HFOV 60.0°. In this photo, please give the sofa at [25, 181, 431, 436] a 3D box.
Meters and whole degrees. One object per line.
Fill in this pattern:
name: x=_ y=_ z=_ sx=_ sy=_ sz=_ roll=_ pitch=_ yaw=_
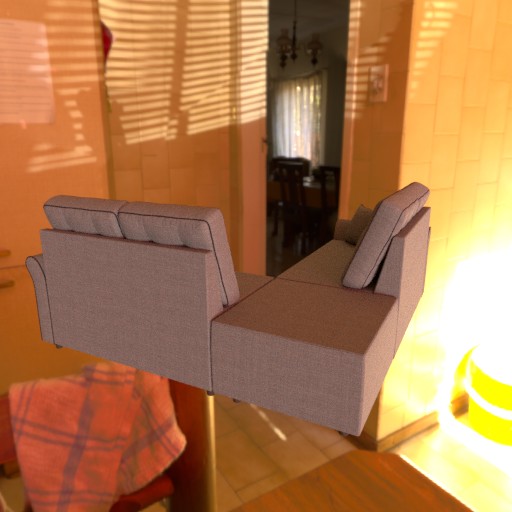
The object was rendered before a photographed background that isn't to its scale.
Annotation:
sofa: x=0.000 y=0.000 z=3.124 sx=2.070 sy=0.988 sz=2.068 roll=8 pitch=17 yaw=26
